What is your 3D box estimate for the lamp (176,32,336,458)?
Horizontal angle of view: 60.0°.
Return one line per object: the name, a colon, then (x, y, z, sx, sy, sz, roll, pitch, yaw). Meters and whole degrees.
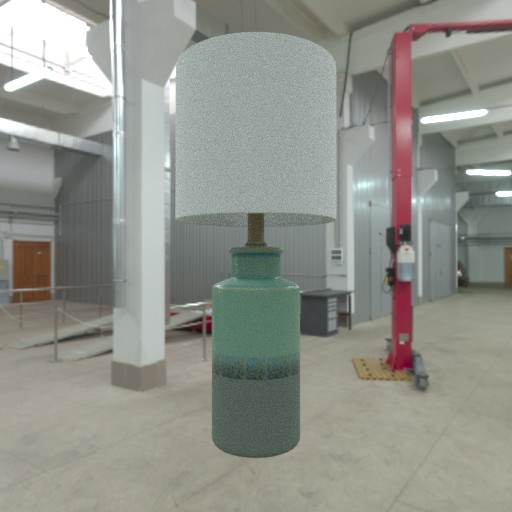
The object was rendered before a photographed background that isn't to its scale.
lamp: (0.000, 0.000, 0.593, 0.212, 0.493, 0.212, 0, 0, 0)
